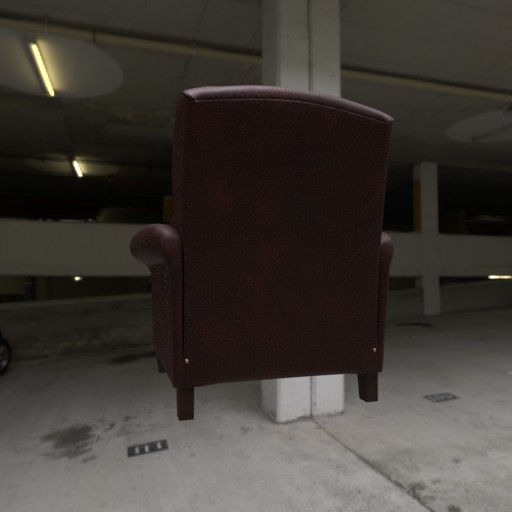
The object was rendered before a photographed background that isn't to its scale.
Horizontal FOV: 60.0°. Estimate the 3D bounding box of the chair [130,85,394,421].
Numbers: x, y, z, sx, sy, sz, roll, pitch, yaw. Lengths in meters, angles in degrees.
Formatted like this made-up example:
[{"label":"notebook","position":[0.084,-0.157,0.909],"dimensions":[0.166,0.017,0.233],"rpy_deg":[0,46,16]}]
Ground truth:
[{"label":"chair","position":[0.000,0.000,1.820],"dimensions":[0.978,1.061,0.902],"rpy_deg":[1,-2,-17]}]
